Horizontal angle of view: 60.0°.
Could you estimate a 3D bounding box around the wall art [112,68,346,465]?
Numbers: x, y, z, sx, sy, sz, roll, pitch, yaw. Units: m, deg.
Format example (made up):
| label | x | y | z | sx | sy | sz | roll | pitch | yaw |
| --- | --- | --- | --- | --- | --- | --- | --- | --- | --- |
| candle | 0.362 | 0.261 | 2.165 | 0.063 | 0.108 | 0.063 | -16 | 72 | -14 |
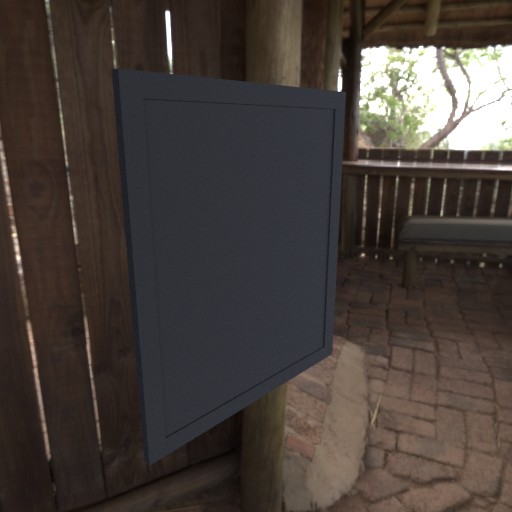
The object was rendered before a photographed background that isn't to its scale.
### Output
| label | x | y | z | sx | sy | sz | roll | pitch | yaw |
| --- | --- | --- | --- | --- | --- | --- | --- | --- | --- |
| wall art | 0.000 | 0.000 | 0.496 | 0.010 | 0.361 | 0.311 | 15 | 22 | 42 |
